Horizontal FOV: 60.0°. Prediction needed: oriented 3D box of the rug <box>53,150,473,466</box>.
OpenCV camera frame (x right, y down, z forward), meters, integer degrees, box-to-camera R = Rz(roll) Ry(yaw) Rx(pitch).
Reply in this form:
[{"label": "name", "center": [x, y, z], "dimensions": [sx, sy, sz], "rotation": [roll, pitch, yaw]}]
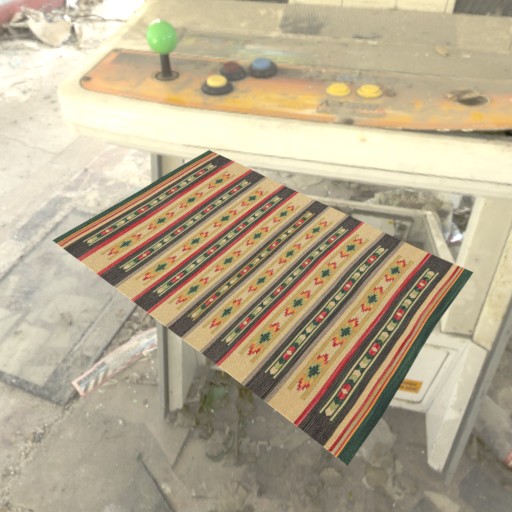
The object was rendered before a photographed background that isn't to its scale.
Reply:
[{"label": "rug", "center": [0.000, 0.000, 2.882], "dimensions": [2.311, 0.010, 1.522], "rotation": [30, 51, 27]}]
